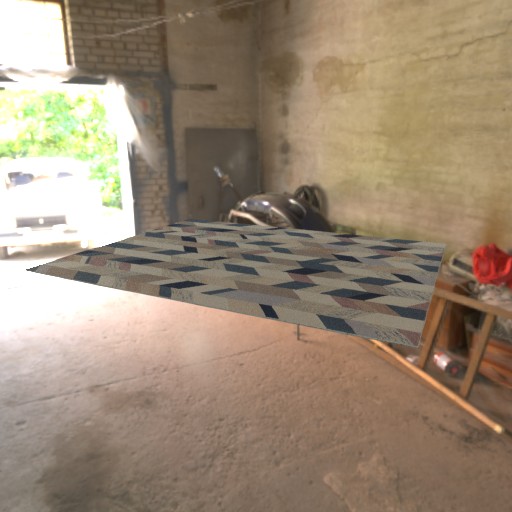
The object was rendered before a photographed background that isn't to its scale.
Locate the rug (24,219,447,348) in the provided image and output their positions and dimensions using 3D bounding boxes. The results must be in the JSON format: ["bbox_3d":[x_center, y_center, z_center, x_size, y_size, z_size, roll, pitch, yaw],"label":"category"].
[{"bbox_3d":[0.000,0.000,4.025,3.072,0.011,2.451,7,17,25],"label":"rug"}]
